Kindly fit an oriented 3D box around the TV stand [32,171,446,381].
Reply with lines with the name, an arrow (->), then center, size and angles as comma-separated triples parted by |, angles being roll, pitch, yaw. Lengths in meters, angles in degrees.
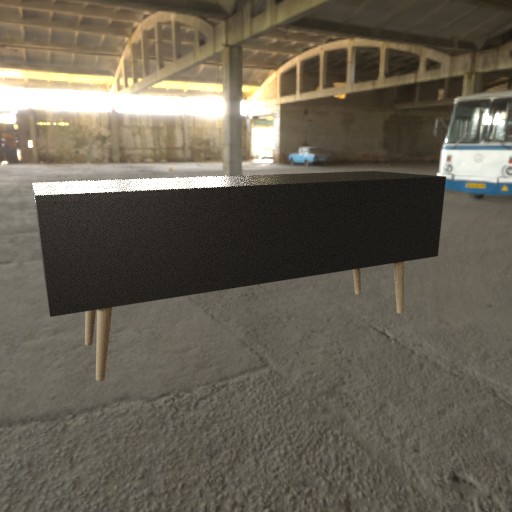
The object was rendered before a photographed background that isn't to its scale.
TV stand -> 0.000, 0.000, 1.512 | 1.312, 0.518, 0.390 | -7, 16, -26
